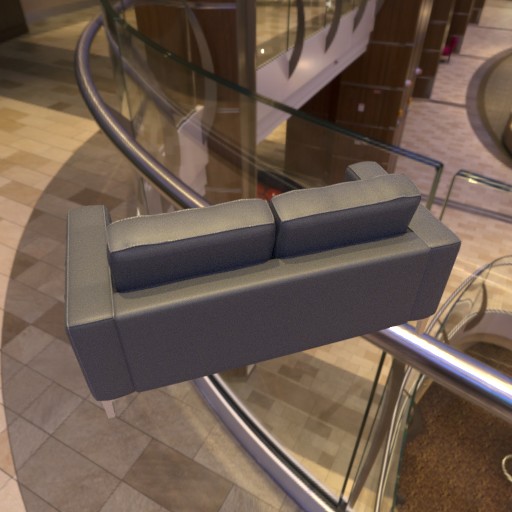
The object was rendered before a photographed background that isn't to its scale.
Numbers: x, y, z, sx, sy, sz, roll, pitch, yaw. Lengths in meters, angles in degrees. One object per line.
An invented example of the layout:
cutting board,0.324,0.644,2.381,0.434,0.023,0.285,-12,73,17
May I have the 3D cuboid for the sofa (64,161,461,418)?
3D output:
sofa,0.000,0.000,2.195,1.726,0.893,0.833,-11,41,-13
